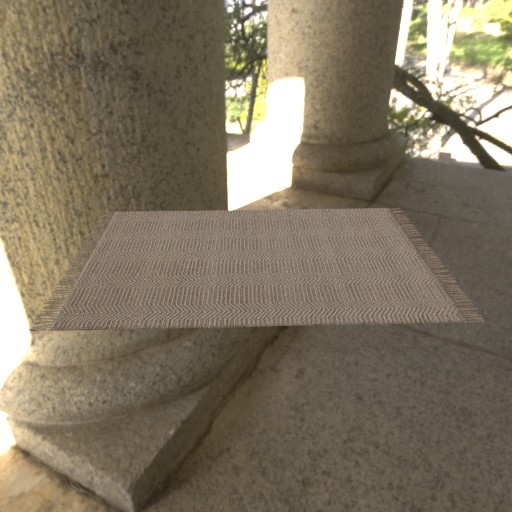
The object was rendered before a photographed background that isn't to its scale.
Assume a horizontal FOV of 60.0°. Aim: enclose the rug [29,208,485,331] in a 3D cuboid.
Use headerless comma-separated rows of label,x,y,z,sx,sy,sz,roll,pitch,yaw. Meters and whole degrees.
rug,0.000,0.000,3.073,2.523,0.034,1.528,-1,30,-1
